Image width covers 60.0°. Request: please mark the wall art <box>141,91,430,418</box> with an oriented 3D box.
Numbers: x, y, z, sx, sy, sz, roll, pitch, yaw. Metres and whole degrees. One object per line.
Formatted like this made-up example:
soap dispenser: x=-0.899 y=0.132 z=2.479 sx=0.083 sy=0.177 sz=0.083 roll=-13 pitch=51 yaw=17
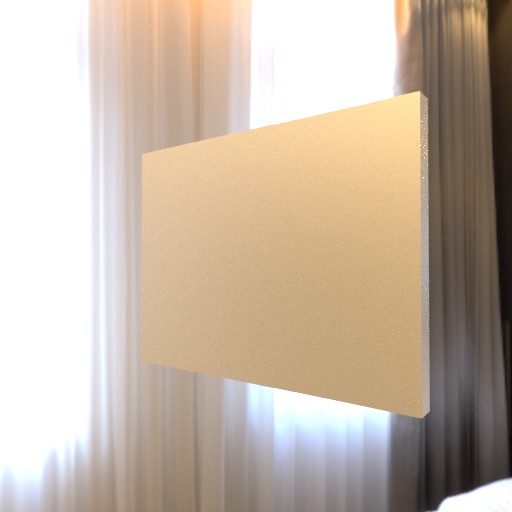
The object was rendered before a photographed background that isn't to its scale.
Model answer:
wall art: x=0.000 y=0.000 z=1.427 sx=1.056 sy=0.801 sz=0.066 roll=-1 pitch=-1 yaw=37
